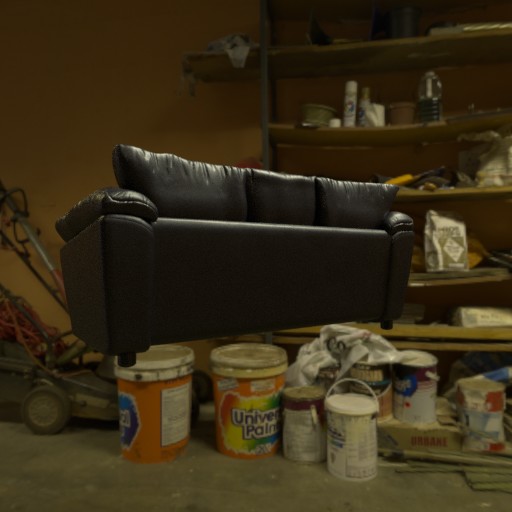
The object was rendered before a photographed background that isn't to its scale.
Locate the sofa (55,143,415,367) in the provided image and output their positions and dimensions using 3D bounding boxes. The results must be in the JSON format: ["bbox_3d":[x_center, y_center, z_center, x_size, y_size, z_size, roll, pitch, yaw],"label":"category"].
[{"bbox_3d":[0.000,0.000,2.927,2.336,1.073,0.880,0,0,-35],"label":"sofa"}]
